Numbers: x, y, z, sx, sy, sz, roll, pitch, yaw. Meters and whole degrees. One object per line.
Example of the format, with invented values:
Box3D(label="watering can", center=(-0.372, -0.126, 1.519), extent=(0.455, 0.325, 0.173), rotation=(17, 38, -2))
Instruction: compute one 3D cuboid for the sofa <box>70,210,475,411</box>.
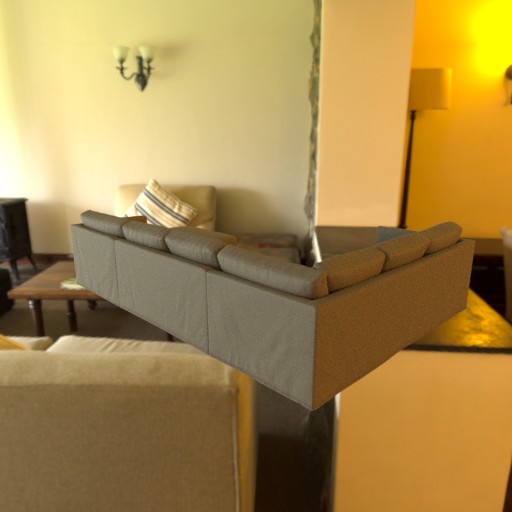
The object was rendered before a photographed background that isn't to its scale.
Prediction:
Box3D(label="sofa", center=(0.000, 0.000, 4.605), extent=(2.427, 0.882, 3.460), rotation=(-15, 21, -43))
